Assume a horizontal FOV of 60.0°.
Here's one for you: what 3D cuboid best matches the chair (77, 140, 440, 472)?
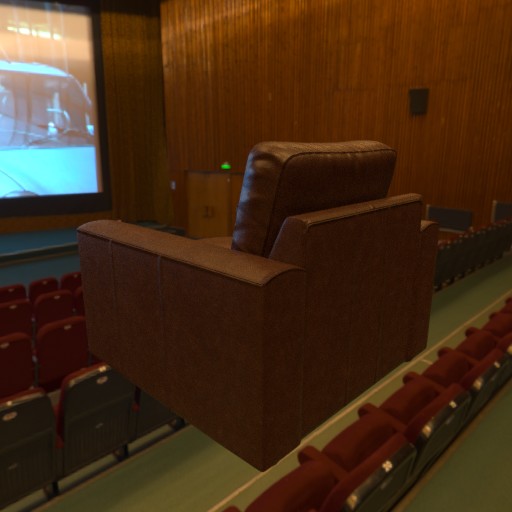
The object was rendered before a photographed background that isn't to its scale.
[{"bbox_3d":[0.000,0.000,1.729,1.016,0.873,1.005,14,21,42],"label":"chair"}]
